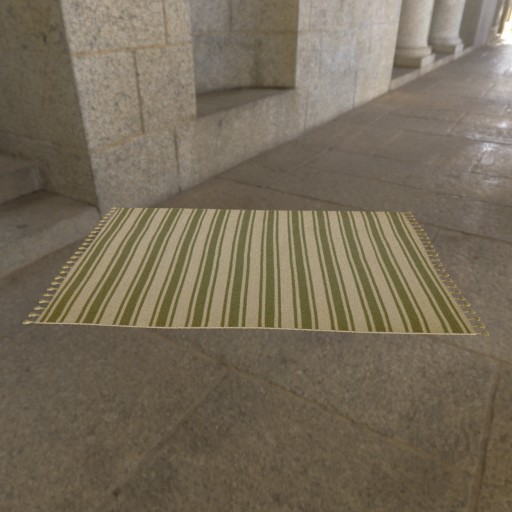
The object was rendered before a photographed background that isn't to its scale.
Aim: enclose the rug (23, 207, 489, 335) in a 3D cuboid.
[{"bbox_3d":[0.000,0.000,2.252,1.875,0.013,1.162,1,30,2],"label":"rug"}]
